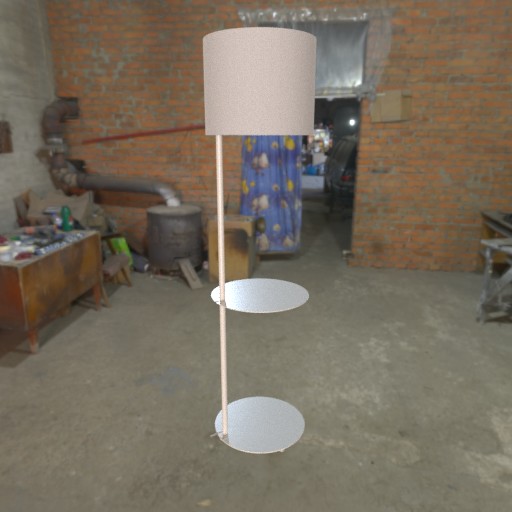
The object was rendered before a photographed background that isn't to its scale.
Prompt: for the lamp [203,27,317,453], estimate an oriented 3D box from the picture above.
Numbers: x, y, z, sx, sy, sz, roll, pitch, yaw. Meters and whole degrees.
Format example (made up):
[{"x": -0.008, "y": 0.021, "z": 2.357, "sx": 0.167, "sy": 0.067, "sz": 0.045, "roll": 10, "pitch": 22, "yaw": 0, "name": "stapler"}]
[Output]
[{"x": 0.000, "y": 0.000, "z": 1.642, "sx": 0.405, "sy": 1.465, "sz": 0.372, "roll": -8, "pitch": 17, "yaw": -27, "name": "lamp"}]
